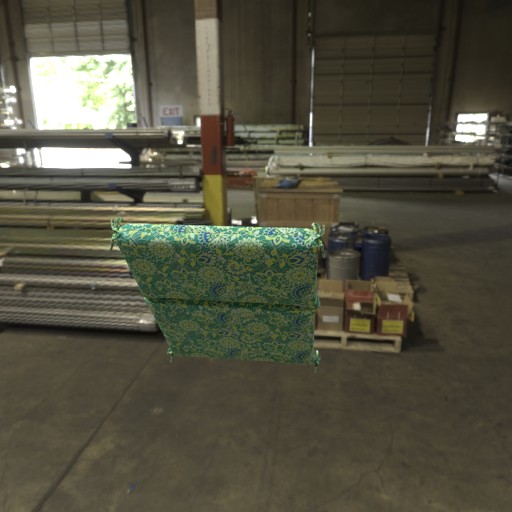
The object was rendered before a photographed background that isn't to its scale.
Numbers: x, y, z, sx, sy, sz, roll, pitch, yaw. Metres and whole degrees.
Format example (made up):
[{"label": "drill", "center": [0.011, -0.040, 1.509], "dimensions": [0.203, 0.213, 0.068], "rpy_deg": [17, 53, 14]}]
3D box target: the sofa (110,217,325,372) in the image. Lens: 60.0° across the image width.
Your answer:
[{"label": "sofa", "center": [0.000, 0.000, 1.938], "dimensions": [0.582, 0.622, 1.663], "rpy_deg": [2, 16, 7]}]
